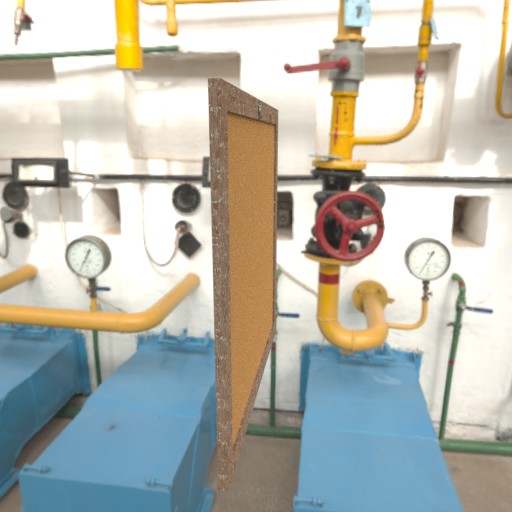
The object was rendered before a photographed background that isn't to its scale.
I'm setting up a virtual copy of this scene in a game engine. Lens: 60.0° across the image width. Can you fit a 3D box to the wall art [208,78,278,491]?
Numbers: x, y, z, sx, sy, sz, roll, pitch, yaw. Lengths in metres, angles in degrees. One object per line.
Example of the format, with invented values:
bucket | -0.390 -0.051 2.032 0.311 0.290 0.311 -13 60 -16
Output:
wall art | 0.000 0.000 0.575 0.012 0.384 0.384 2 15 9
